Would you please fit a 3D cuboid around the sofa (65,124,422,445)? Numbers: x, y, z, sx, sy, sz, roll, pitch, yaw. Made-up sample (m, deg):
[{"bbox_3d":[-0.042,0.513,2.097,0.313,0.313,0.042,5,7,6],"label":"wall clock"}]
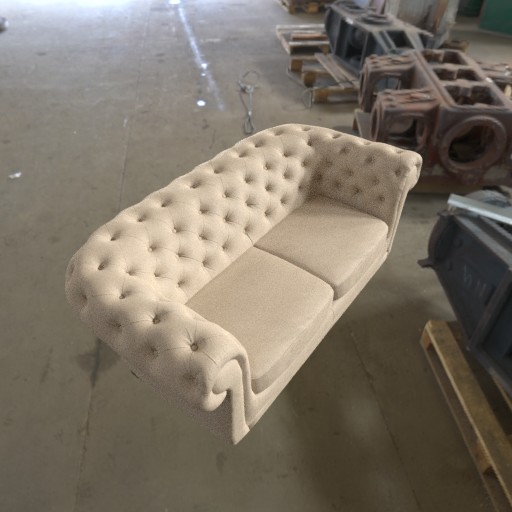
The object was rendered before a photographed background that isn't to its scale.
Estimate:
[{"bbox_3d":[0.000,0.000,2.484,1.069,0.835,1.988,26,47,27],"label":"sofa"}]
